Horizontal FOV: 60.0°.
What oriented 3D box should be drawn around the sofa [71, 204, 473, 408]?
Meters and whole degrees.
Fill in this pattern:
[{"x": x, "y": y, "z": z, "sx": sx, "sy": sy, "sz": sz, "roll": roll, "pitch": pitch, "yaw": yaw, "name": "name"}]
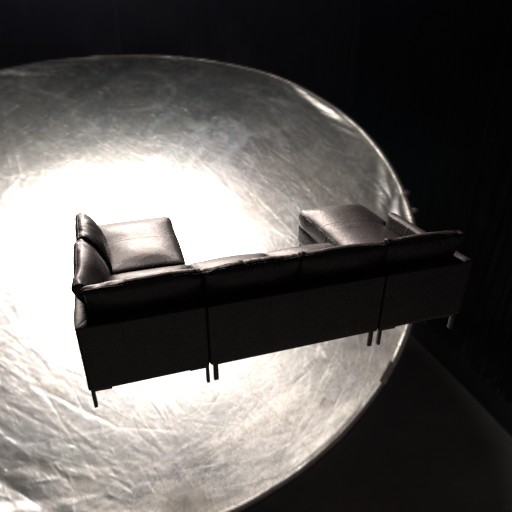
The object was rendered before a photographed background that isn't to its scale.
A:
[{"x": 0.000, "y": 0.000, "z": 3.949, "sx": 2.956, "sy": 0.900, "sz": 1.939, "roll": -8, "pitch": 29, "yaw": -16, "name": "sofa"}]
